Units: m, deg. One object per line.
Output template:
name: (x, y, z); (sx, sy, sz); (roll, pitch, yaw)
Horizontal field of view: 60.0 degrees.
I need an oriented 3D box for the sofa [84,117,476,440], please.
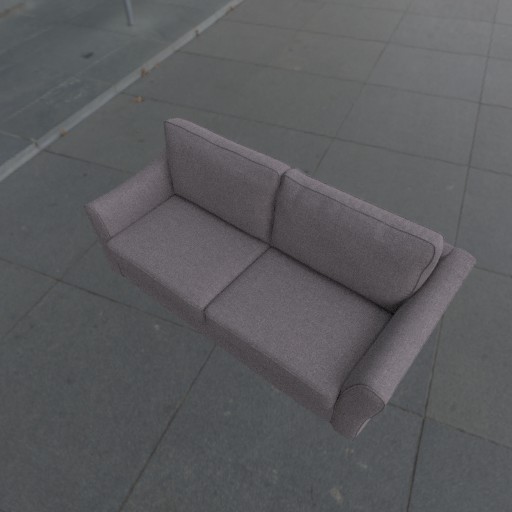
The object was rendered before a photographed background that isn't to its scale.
sofa: (0.000, 0.000, 2.751); (2.203, 0.976, 1.013); (30, 54, 25)
